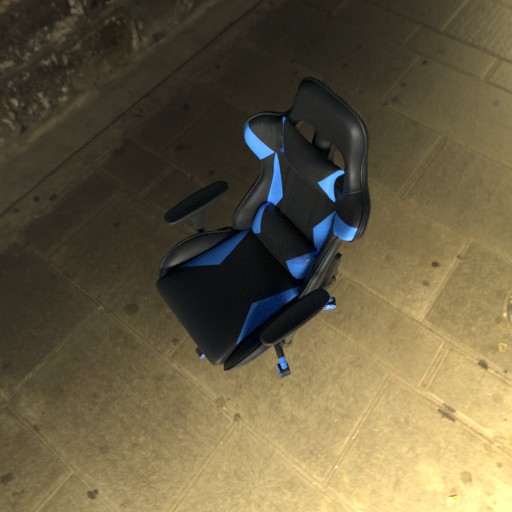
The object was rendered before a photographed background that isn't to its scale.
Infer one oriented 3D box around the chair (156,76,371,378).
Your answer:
[{"bbox_3d":[0.000,0.000,1.700,0.730,1.282,0.695,-35,68,-17],"label":"chair"}]
